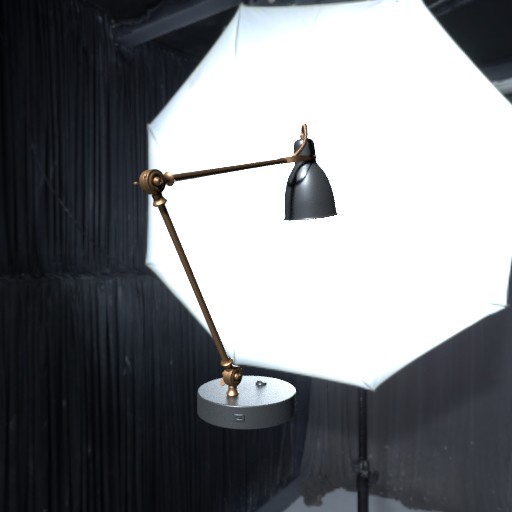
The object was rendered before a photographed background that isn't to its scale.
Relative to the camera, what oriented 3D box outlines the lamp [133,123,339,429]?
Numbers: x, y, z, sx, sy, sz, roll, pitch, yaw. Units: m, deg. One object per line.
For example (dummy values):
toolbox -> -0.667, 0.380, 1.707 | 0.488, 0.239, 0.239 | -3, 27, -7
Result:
lamp -> 0.000, 0.000, 0.866 | 0.187, 0.587, 0.561 | 0, 1, 36
